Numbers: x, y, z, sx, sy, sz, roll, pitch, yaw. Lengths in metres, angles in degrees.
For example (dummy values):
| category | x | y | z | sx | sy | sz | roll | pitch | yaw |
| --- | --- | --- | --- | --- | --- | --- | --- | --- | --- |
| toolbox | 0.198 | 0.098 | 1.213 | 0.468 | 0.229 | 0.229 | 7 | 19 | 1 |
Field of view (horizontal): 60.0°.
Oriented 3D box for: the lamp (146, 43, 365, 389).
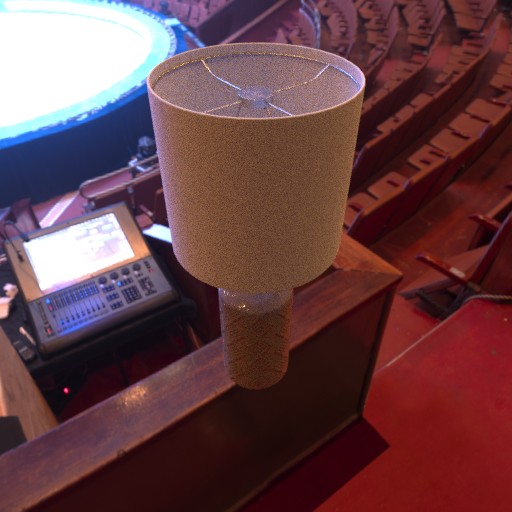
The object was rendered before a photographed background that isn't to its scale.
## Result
| category | x | y | z | sx | sy | sz | roll | pitch | yaw |
| --- | --- | --- | --- | --- | --- | --- | --- | --- | --- |
| lamp | 0.000 | 0.000 | 0.575 | 0.207 | 0.461 | 0.207 | -27 | 47 | -27 |
